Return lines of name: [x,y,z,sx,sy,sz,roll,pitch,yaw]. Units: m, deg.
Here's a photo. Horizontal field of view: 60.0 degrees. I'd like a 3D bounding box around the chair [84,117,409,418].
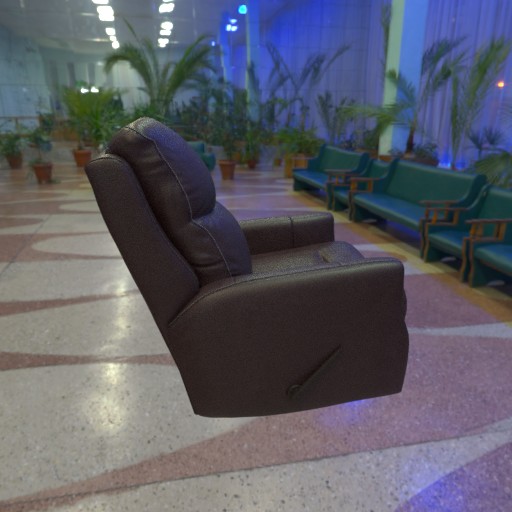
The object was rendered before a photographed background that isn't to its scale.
chair: [0.000,0.000,1.731,1.080,1.030,0.829,-4,20,-10]
